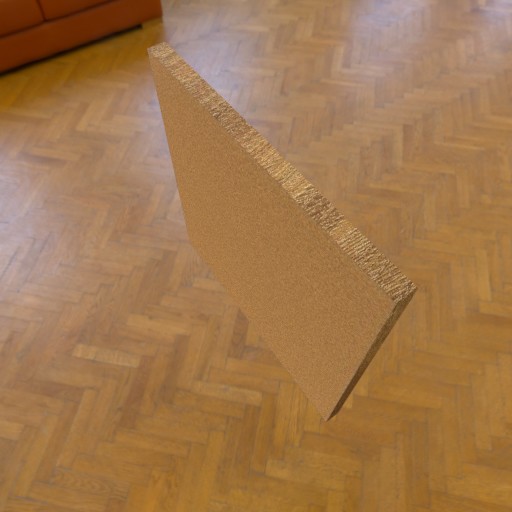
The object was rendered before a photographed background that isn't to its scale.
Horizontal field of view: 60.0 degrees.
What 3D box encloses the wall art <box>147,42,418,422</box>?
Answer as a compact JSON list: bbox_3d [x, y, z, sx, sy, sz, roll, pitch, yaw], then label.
[{"bbox_3d":[0.000,0.000,0.899,0.042,0.608,0.611,-31,63,-18],"label":"wall art"}]
